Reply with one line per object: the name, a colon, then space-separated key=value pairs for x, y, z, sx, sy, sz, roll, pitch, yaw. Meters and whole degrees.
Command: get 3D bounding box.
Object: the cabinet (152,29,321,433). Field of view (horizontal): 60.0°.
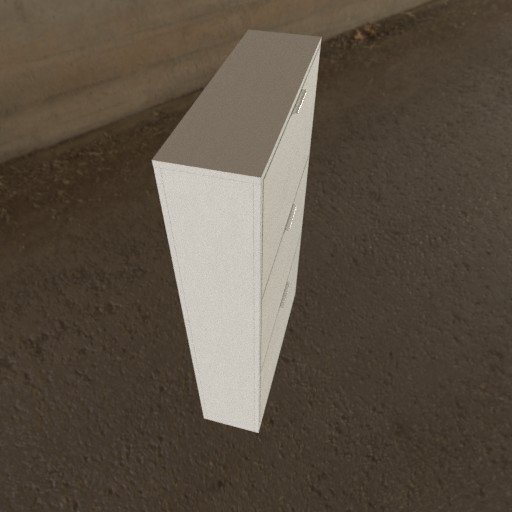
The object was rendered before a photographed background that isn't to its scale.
cabinet: x=0.000 y=0.000 z=1.616 sx=0.250 sy=1.280 sz=0.750 roll=11 pitch=48 yaw=10
